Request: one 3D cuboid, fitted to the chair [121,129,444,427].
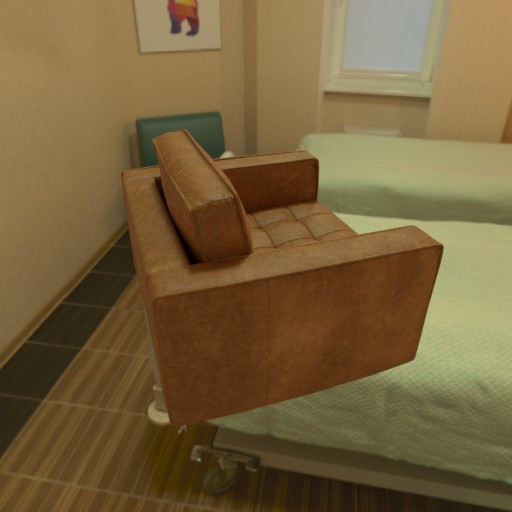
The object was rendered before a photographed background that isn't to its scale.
[{"bbox_3d":[0.000,0.000,1.544,0.798,0.767,0.928,-10,32,-16],"label":"chair"}]
